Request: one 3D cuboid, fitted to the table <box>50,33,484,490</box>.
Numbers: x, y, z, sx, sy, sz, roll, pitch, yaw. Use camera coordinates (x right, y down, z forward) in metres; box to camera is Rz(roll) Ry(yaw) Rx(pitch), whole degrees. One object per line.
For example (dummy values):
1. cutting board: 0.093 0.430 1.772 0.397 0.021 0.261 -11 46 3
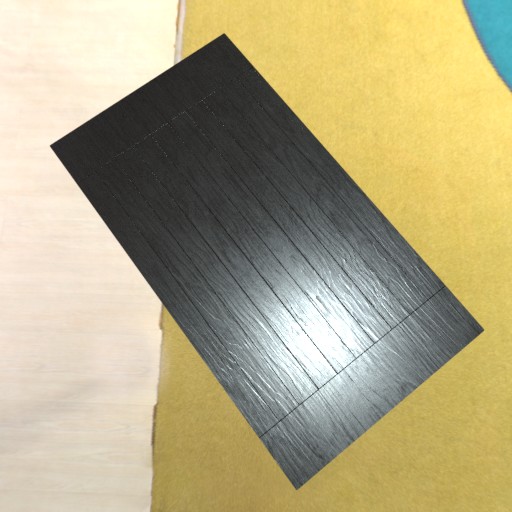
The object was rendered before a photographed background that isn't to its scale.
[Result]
1. table: 0.000 0.000 1.371 0.600 0.494 1.062 -37 79 -8
